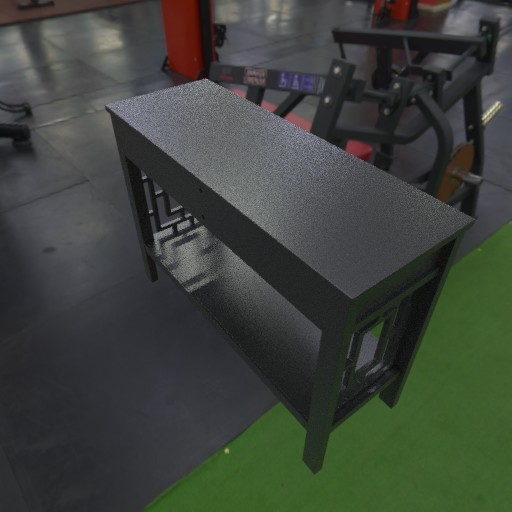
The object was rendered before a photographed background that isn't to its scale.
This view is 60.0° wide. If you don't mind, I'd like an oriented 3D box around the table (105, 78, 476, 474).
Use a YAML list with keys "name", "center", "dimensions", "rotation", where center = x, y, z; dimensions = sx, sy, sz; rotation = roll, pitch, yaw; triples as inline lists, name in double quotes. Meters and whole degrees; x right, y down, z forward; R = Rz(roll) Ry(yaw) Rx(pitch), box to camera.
- name: "table"
  center: [0.000, 0.000, 1.435]
  dimensions: [0.397, 0.753, 1.068]
  rotation: [-27, 48, -27]
